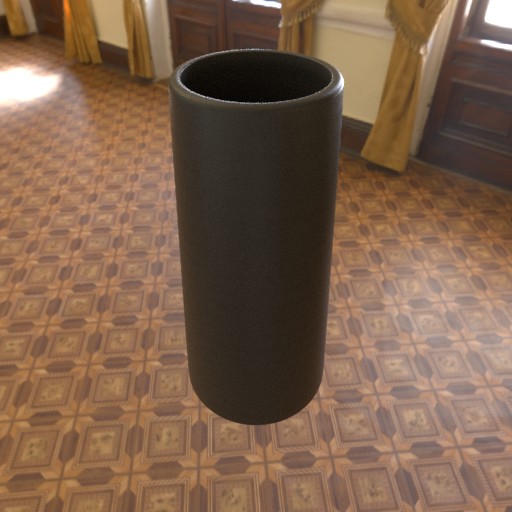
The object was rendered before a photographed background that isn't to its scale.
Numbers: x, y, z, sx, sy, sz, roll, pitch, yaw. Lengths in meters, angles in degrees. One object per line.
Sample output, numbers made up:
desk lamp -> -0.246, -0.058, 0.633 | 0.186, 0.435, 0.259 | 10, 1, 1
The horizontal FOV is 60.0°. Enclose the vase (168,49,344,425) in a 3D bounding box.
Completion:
vase -> 0.000, 0.000, 0.361 | 0.136, 0.289, 0.136 | -26, 47, -27
